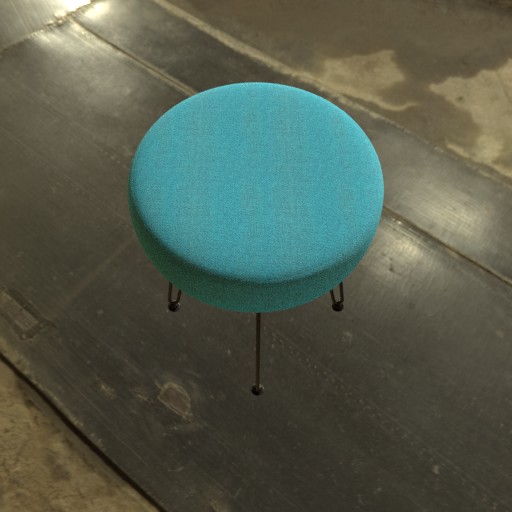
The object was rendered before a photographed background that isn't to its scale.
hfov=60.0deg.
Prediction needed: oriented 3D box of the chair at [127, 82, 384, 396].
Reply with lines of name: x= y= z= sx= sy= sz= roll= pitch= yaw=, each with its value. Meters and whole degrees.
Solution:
chair: x=0.000 y=0.000 z=0.691 sx=0.350 sy=0.440 sz=0.350 roll=0 pitch=63 yaw=0
